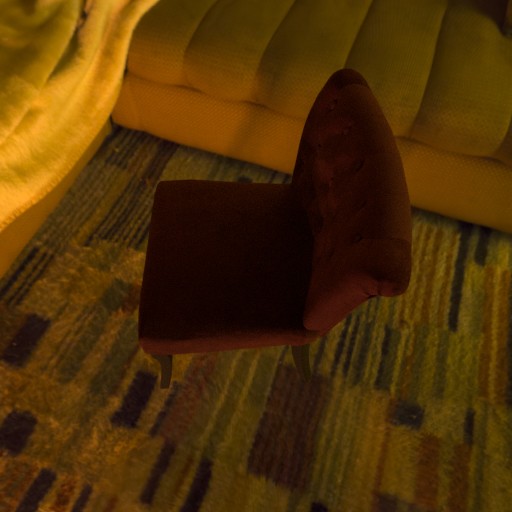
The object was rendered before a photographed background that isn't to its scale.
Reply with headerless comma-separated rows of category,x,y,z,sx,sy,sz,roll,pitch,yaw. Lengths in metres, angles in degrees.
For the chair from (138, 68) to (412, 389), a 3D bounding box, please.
chair,0.000,0.000,1.192,0.605,0.750,0.582,-1,58,-1
